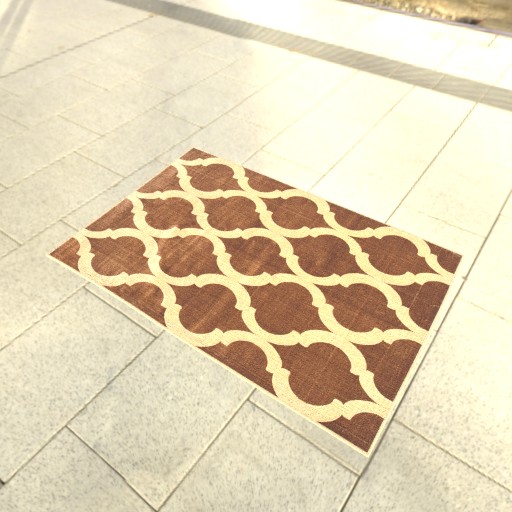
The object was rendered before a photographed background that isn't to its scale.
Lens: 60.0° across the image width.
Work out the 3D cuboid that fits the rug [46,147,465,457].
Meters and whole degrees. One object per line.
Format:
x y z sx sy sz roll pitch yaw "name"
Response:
0.000 0.000 2.890 2.290 0.014 1.526 26 52 22 "rug"
